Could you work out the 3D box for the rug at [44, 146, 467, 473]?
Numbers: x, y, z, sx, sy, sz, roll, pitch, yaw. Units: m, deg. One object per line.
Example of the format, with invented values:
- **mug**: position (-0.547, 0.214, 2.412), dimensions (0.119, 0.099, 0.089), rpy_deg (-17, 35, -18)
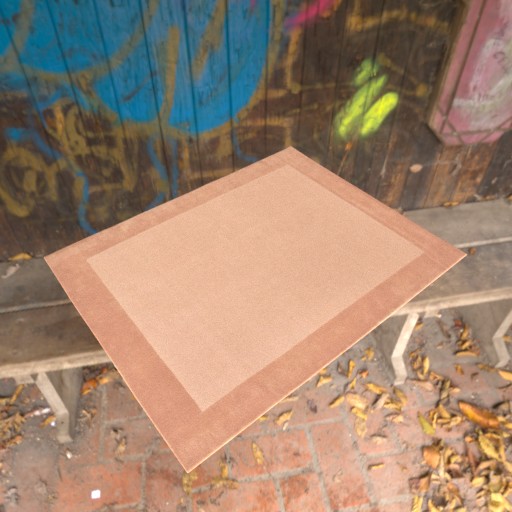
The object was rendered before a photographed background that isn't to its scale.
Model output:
- **rug**: position (0.000, 0.000, 4.069), dimensions (3.057, 0.021, 2.431), rpy_deg (-30, 52, -27)
